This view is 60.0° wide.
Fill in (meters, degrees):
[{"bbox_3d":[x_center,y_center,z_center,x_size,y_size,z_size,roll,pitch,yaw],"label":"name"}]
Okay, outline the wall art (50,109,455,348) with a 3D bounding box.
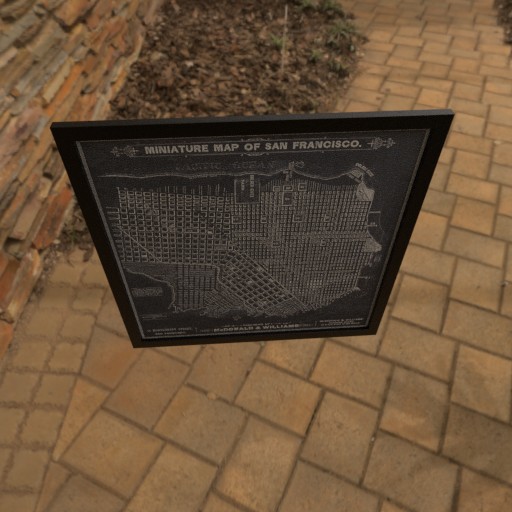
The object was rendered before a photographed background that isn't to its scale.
[{"bbox_3d":[0.000,0.000,0.670,0.457,0.458,0.012,-3,47,-3],"label":"wall art"}]
